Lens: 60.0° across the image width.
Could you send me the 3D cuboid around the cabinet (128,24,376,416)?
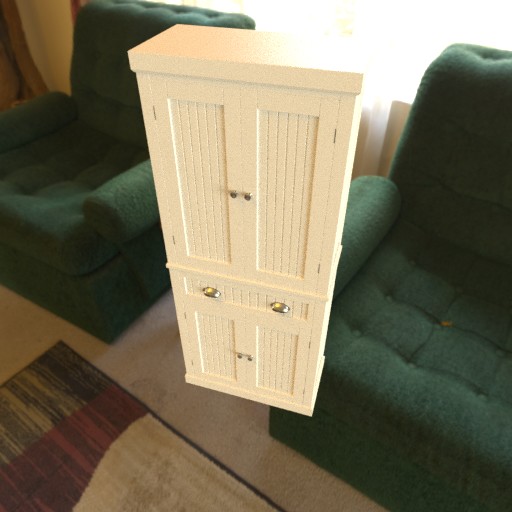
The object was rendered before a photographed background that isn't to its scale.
[{"bbox_3d":[0.000,0.000,2.064,0.754,1.829,0.390,11,41,13],"label":"cabinet"}]
